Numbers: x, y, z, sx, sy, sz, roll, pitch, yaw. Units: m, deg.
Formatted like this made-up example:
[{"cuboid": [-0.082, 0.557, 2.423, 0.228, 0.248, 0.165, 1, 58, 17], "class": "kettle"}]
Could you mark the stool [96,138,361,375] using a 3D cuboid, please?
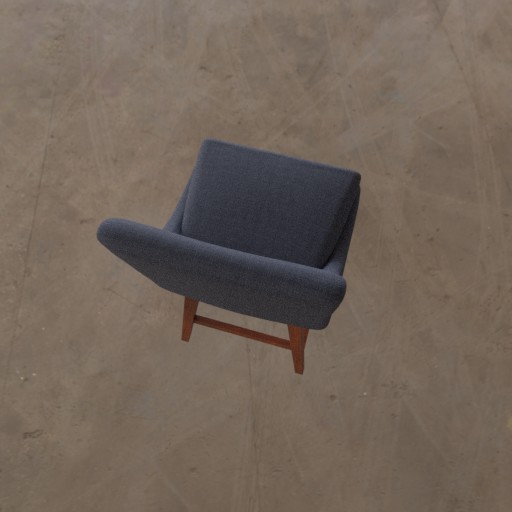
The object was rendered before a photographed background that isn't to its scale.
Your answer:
[{"cuboid": [0.000, 0.000, 1.198, 0.467, 0.895, 0.524, 14, 65, 7], "class": "stool"}]
